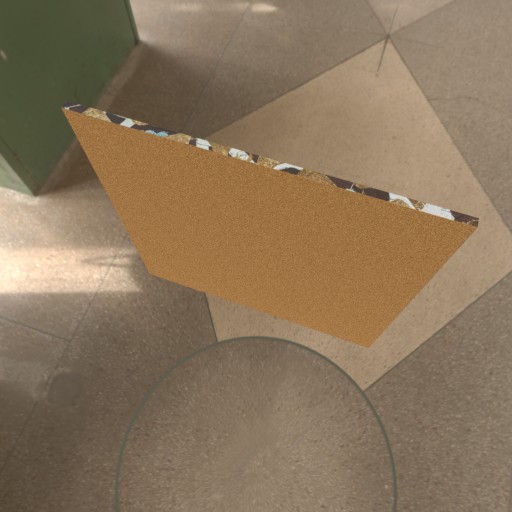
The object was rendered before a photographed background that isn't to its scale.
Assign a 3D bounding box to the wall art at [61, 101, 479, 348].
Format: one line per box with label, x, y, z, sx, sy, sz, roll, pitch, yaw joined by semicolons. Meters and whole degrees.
wall art;0.000;0.000;0.591;0.404;0.406;0.010;18;65;8
